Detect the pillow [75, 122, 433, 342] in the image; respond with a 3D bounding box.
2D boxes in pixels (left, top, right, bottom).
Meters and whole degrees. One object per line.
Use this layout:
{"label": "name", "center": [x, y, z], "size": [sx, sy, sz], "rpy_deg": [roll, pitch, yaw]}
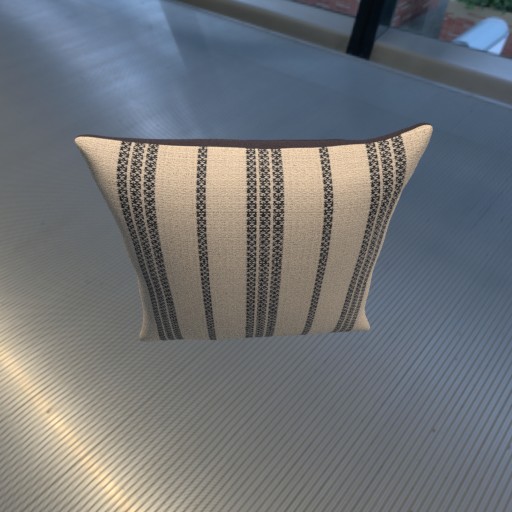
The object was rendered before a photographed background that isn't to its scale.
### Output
{"label": "pillow", "center": [0.000, 0.000, 0.639], "size": [0.405, 0.406, 0.173], "rpy_deg": [-3, 47, -2]}
